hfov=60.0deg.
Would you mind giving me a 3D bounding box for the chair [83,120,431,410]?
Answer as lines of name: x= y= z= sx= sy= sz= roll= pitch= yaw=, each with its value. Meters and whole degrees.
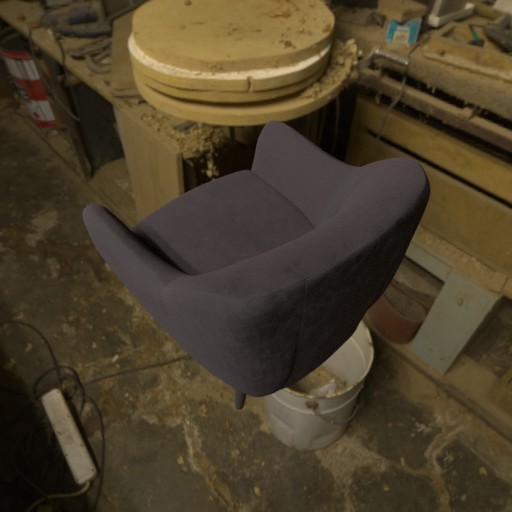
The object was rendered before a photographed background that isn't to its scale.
chair: x=0.000 y=0.000 z=1.513 sx=0.840 sy=0.807 sz=0.819 roll=-32 pitch=55 yaw=-26
